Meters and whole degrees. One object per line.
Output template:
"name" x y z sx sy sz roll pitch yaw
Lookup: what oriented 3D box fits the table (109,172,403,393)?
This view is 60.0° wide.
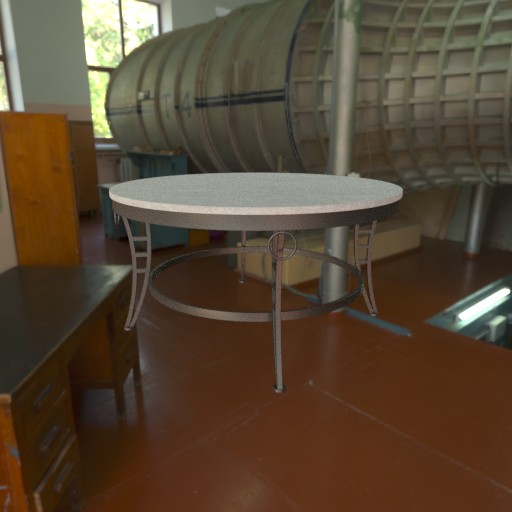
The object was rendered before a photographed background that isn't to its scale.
"table" 0.000 0.000 1.470 0.889 0.470 0.889 0 16 0
